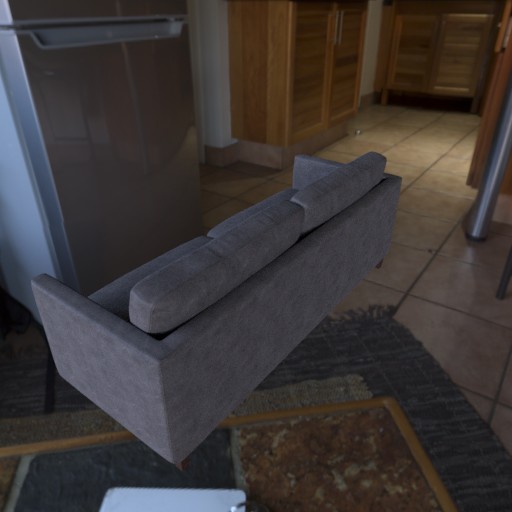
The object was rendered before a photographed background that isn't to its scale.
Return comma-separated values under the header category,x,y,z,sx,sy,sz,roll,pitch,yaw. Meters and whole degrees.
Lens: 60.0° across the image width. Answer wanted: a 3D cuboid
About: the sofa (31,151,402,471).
category,x,y,z,sx,sy,sz,roll,pitch,yaw
sofa,0.000,0.000,2.844,0.951,0.965,2.434,21,37,31
